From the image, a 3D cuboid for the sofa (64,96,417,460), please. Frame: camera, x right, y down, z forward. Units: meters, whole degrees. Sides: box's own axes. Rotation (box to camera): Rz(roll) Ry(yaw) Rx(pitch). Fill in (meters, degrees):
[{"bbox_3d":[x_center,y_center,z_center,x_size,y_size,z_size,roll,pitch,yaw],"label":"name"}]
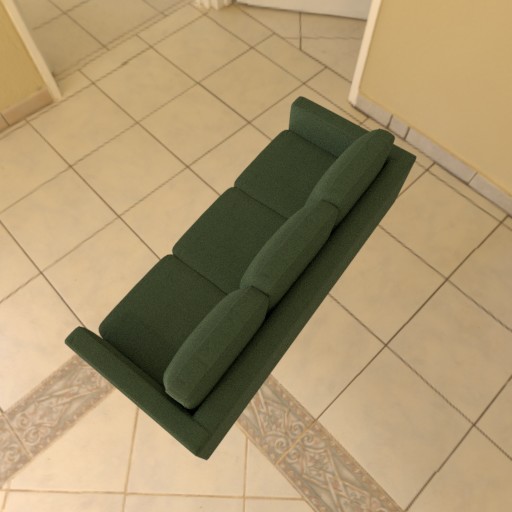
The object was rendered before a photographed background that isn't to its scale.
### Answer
[{"bbox_3d":[0.000,0.000,2.579,0.879,0.899,2.029,34,68,16],"label":"sofa"}]
